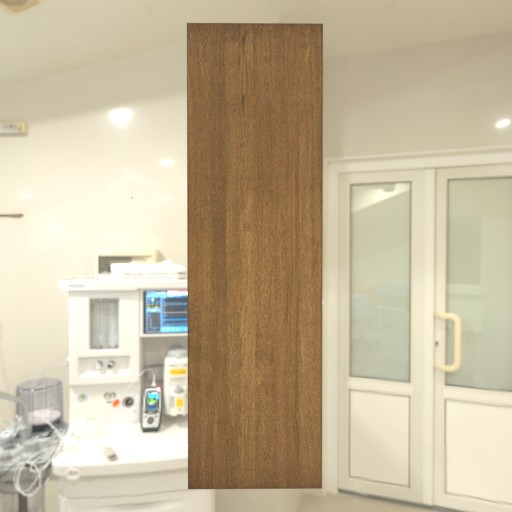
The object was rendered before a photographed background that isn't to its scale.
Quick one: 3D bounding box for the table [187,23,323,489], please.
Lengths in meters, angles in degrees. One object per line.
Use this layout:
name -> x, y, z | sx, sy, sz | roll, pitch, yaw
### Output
table -> 0.000, 0.000, 2.452 | 0.600, 2.000, 1.100 | 0, 1, -1
